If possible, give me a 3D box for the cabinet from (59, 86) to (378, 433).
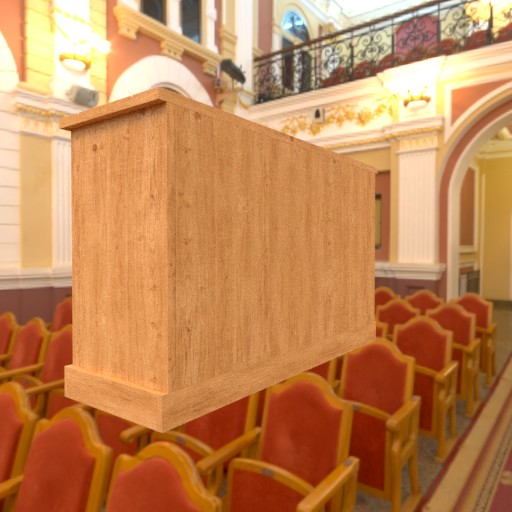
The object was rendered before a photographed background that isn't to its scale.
[{"bbox_3d":[0.000,0.000,1.690,0.432,0.810,1.321,1,1,37],"label":"cabinet"}]
